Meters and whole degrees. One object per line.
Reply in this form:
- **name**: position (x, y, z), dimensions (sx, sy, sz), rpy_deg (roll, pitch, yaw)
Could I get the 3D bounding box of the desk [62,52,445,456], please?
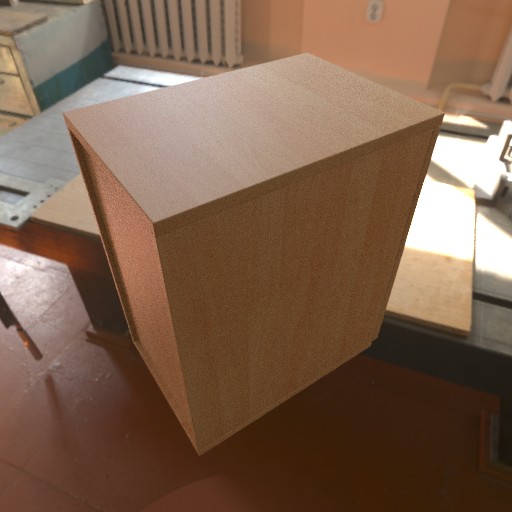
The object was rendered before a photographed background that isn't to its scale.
- **desk**: position (0.000, 0.000, 1.074), dimensions (0.600, 0.730, 0.404), rpy_deg (-25, 48, -24)
